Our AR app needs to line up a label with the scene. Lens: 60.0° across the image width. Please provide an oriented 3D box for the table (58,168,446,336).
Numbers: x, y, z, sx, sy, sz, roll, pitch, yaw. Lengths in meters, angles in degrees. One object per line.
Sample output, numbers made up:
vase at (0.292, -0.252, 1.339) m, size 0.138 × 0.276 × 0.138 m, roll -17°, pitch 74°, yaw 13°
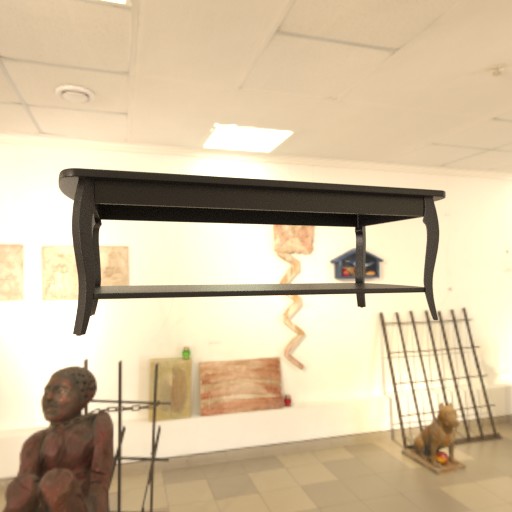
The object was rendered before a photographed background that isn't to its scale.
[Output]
table at (0.000, 0.000, 1.639) m, size 1.333 × 0.457 × 0.571 m, roll 0°, pitch -1°, yaw -17°
